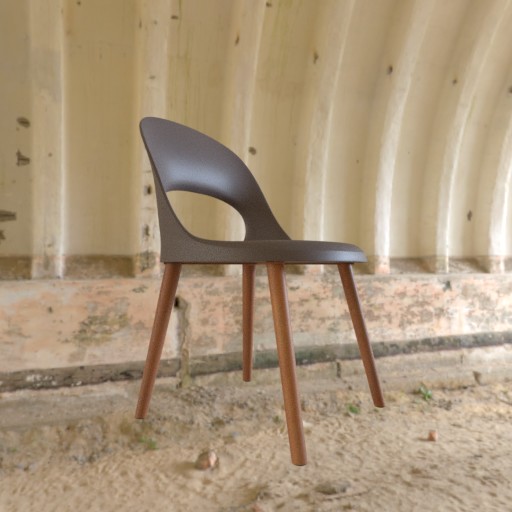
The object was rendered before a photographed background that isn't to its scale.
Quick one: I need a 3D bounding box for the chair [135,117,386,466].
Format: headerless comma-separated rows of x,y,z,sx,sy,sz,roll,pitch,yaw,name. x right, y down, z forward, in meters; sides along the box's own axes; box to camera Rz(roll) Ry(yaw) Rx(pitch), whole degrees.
0.000,0.000,1.155,0.556,0.794,0.470,-1,-2,36,chair
